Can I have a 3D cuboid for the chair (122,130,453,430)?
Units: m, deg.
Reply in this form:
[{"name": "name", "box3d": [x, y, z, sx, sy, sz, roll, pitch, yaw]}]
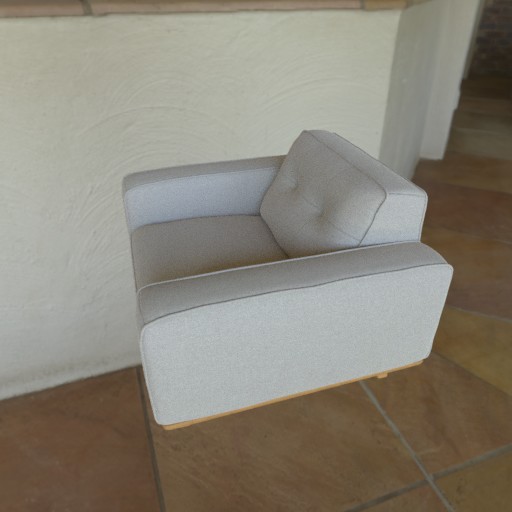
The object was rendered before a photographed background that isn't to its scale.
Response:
[{"name": "chair", "box3d": [0.000, 0.000, 1.749, 0.953, 0.779, 1.115, -9, 33, -14]}]
